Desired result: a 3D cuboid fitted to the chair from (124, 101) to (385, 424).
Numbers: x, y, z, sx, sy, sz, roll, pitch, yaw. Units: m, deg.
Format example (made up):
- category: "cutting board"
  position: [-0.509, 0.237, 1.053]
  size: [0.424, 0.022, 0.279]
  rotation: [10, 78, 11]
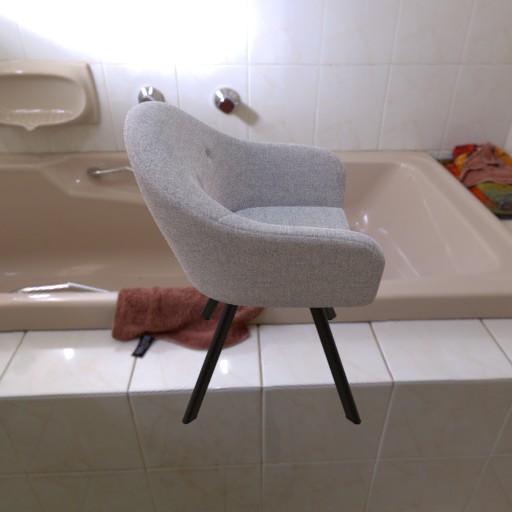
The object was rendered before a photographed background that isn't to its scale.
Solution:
- category: "chair"
  position: [0.000, 0.000, 1.178]
  size: [0.570, 0.780, 0.540]
  rotation: [0, 32, 0]
